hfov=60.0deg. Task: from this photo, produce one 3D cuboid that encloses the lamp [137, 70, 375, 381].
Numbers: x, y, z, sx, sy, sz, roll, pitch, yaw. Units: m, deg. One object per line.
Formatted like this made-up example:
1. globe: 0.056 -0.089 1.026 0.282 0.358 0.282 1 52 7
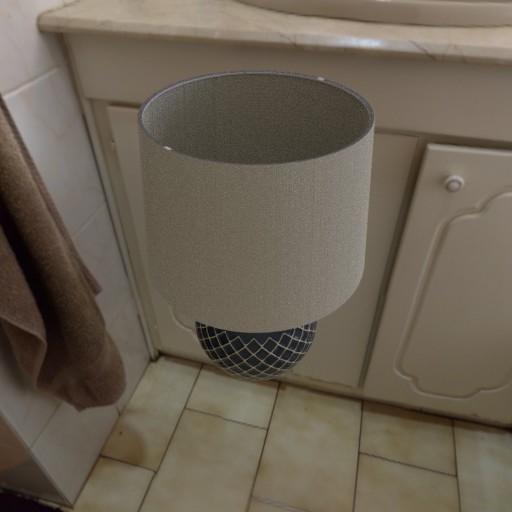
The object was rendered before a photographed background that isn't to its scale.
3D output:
1. lamp: 0.000 0.000 0.791 0.376 0.540 0.376 0 40 0
